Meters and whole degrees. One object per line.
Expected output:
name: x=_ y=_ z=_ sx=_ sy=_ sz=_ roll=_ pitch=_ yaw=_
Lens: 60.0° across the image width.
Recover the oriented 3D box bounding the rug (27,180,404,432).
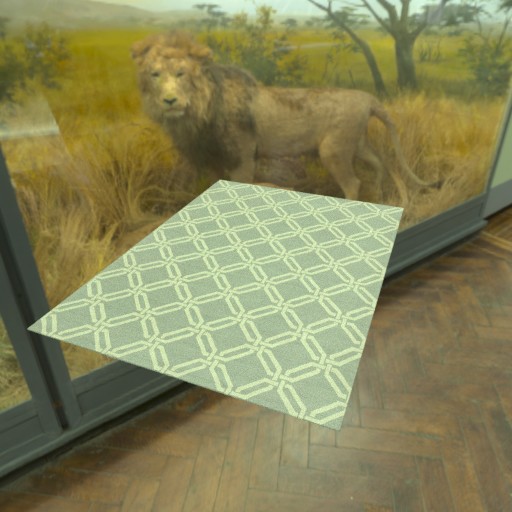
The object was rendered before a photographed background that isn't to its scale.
rug: x=0.000 y=0.000 z=4.348 sx=2.438 sy=0.013 sz=3.353 roll=12 pitch=33 yaw=19
